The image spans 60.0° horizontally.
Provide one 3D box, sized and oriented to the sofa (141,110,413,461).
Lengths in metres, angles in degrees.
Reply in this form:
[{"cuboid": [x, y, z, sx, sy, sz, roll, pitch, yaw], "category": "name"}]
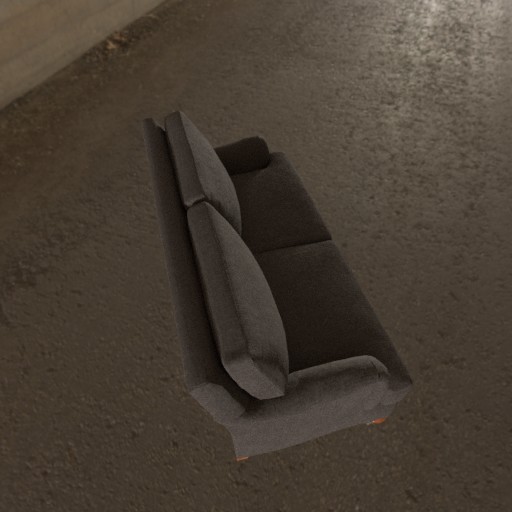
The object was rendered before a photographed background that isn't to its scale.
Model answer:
[{"cuboid": [0.000, 0.000, 2.777, 1.087, 1.054, 2.160, -11, 47, -10], "category": "sofa"}]
